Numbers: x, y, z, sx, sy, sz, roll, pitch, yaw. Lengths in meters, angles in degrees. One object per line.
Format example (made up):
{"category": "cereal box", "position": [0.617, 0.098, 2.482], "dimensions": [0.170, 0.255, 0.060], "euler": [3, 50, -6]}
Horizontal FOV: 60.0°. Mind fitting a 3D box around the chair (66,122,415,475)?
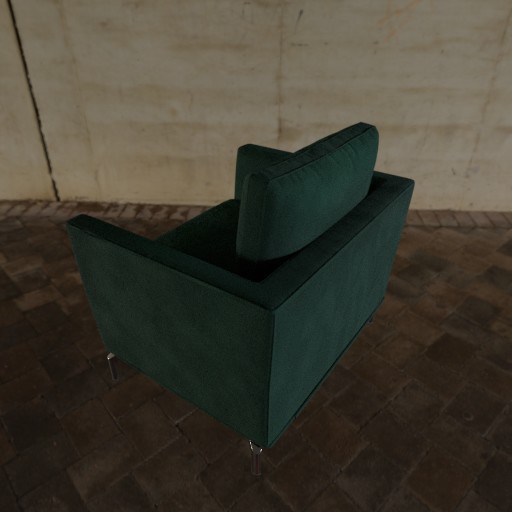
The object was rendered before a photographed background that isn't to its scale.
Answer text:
{"category": "chair", "position": [0.000, 0.000, 1.759], "dimensions": [0.852, 0.997, 1.047], "euler": [20, 37, 30]}
